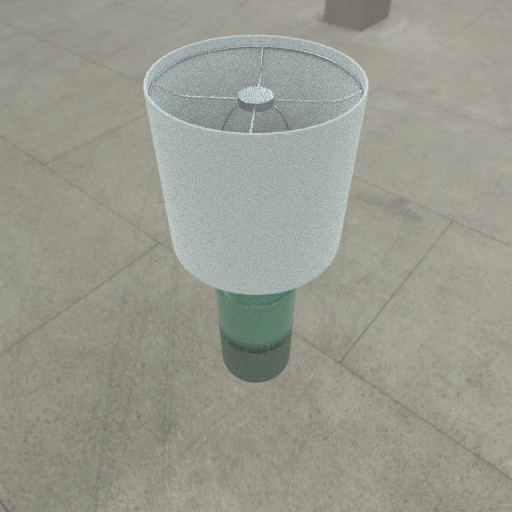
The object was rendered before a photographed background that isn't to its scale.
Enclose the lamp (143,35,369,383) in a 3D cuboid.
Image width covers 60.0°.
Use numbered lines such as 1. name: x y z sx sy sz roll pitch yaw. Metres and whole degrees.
1. lamp: 0.000 0.000 0.599 0.212 0.493 0.212 3 46 3
